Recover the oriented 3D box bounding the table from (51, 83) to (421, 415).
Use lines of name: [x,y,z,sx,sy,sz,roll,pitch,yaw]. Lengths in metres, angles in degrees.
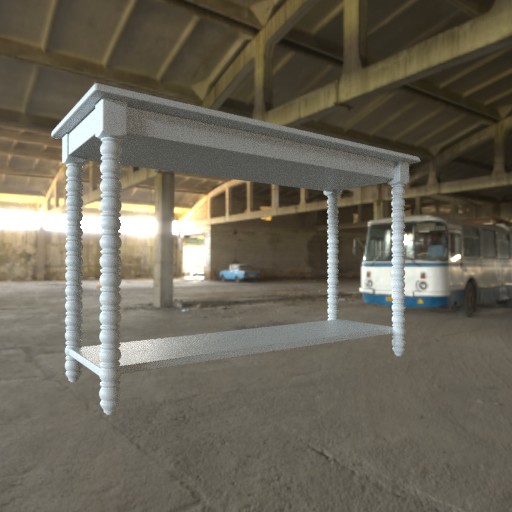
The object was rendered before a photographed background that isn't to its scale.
table: [0.000,0.000,1.480,1.184,0.740,0.459,0,-1,-36]
